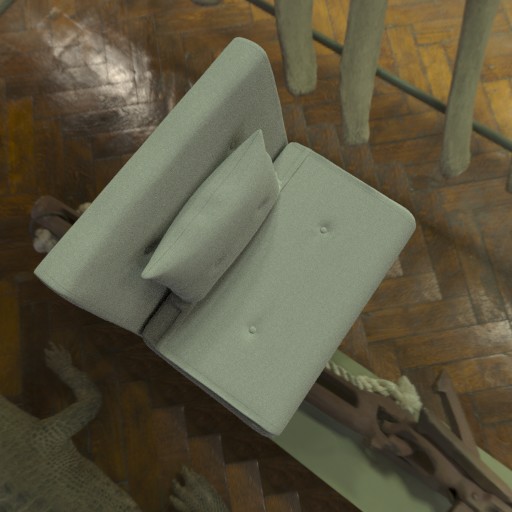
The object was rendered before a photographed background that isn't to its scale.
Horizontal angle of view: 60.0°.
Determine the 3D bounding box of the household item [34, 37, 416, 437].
[{"bbox_3d":[0.000,0.000,1.639,0.874,0.800,1.000,35,78,8],"label":"household item"}]
